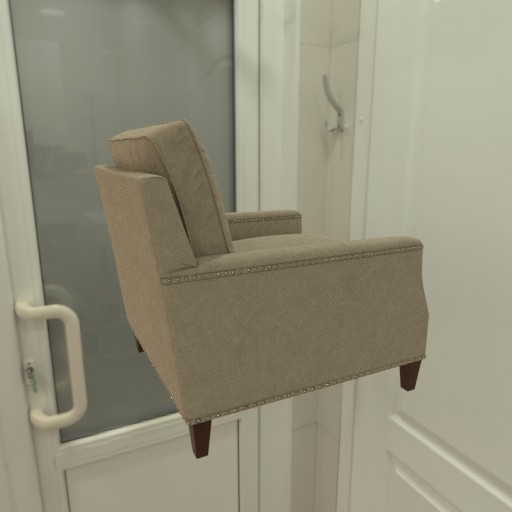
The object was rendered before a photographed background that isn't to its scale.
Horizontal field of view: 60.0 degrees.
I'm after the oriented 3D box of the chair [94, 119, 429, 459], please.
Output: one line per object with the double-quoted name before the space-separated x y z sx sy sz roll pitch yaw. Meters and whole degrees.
"chair" 0.000 0.000 1.679 1.014 0.943 0.853 -7 15 -26
